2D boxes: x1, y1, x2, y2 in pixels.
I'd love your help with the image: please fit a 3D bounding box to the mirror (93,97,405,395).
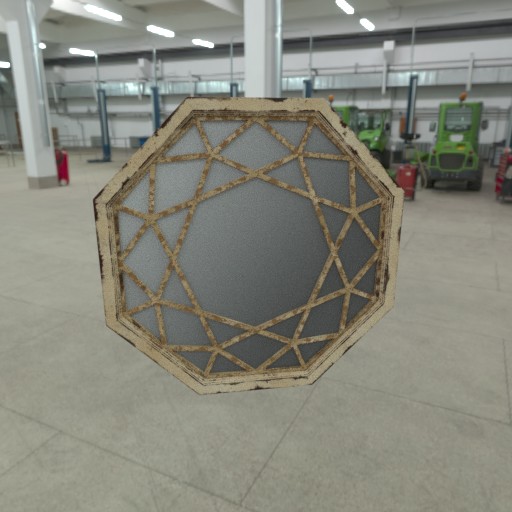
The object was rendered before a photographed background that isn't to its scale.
[{"bbox_3d":[0.000,0.000,0.962,0.648,0.648,0.031,-3,17,-9],"label":"mirror"}]
